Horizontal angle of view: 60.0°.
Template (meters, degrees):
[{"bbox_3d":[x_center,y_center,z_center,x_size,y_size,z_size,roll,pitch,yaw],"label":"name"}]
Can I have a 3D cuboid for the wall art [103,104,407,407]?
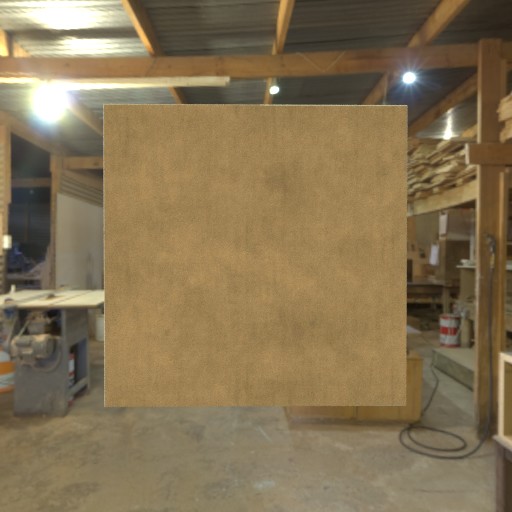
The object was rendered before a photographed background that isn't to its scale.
[{"bbox_3d":[0.000,0.000,0.678,0.455,0.453,0.023,0,1,-1],"label":"wall art"}]
